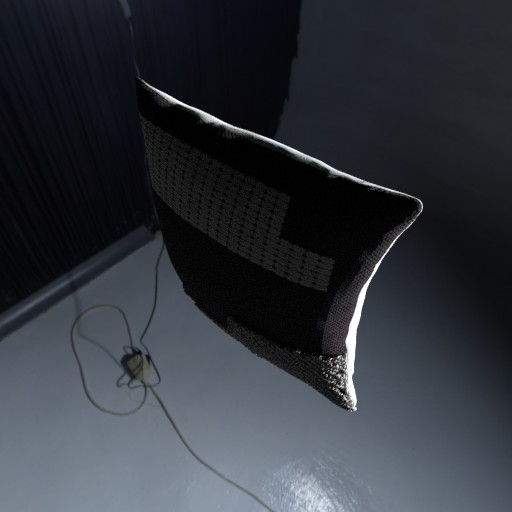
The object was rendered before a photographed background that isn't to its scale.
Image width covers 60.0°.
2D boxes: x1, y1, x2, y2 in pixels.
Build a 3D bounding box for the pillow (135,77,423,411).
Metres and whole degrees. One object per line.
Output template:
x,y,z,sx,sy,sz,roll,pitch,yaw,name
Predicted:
0.000,0.000,0.733,0.475,0.473,0.178,32,53,28,pillow
